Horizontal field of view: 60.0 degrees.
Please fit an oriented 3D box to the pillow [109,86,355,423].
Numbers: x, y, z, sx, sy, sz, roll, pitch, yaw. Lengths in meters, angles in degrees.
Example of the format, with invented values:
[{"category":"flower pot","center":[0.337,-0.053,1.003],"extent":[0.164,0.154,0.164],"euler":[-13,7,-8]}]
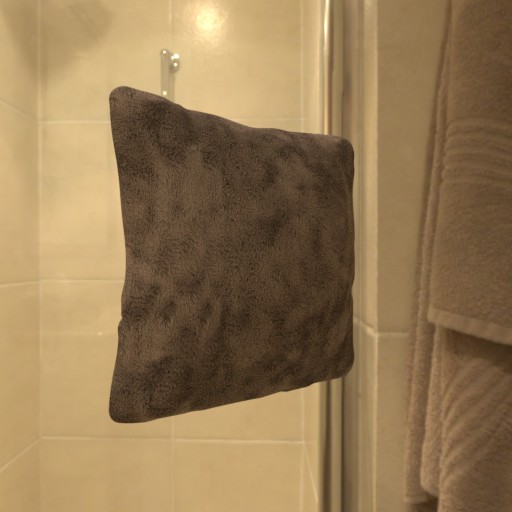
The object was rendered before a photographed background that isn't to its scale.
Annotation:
[{"category":"pillow","center":[0.000,0.000,0.808],"extent":[0.522,0.520,0.204],"euler":[0,0,-35]}]
